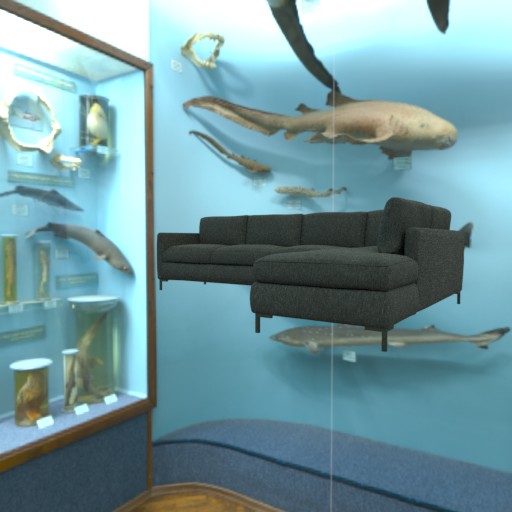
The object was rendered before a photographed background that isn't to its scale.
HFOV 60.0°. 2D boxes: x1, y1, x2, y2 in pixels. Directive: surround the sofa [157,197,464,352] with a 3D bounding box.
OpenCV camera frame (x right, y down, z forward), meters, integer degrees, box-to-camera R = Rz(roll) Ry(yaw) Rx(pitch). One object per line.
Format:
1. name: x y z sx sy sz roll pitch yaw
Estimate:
1. sofa: 0.000 0.000 3.751 2.949 0.815 2.007 2 3 35
